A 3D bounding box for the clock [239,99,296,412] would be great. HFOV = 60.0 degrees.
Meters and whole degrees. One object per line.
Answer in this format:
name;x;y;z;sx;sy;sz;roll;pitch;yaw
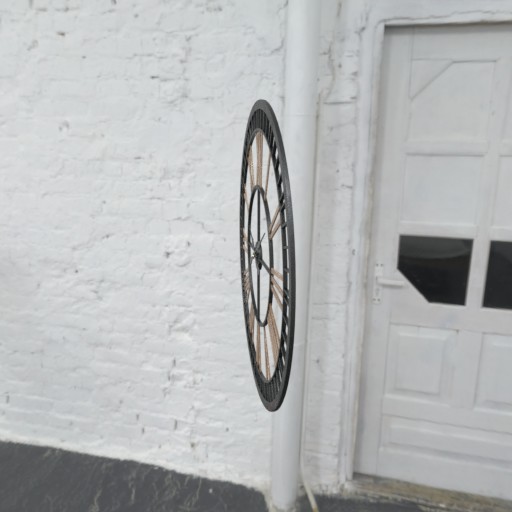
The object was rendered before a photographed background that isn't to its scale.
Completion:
clock;0.000;0.000;1.265;0.025;0.843;0.843;-2;14;-9
